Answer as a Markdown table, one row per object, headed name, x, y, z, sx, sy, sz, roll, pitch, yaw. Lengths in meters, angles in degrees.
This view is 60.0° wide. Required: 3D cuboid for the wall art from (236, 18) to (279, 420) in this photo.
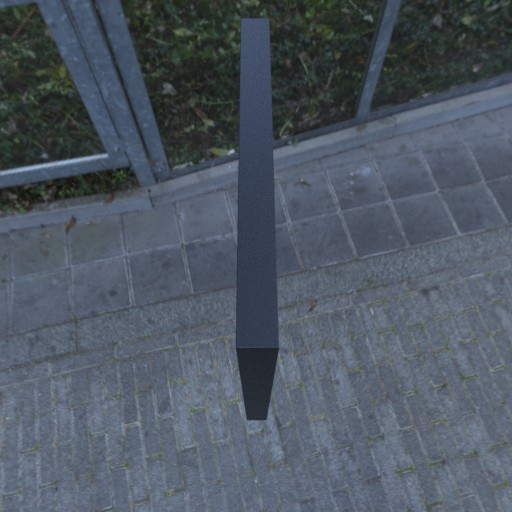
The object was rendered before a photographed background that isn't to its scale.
| name | x | y | z | sx | sy | sz | roll | pitch | yaw |
| --- | --- | --- | --- | --- | --- | --- | --- | --- | --- |
| wall art | 0.000 | 0.000 | 0.527 | 0.028 | 0.380 | 0.325 | 0 | 63 | 0 |
